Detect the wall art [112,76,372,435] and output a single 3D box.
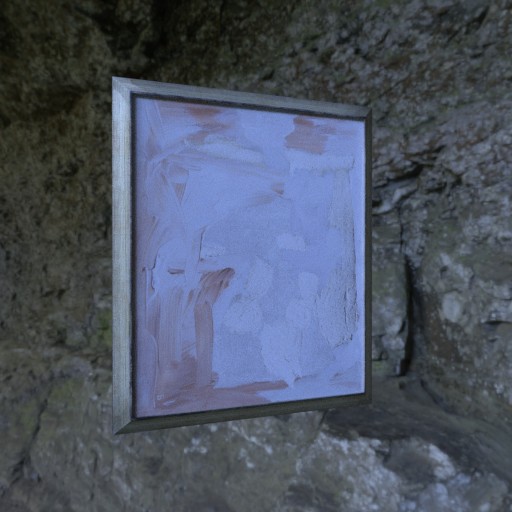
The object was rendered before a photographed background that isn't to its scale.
[{"bbox_3d":[0.000,0.000,0.617,0.381,0.457,0.023,0,0,-18],"label":"wall art"}]
